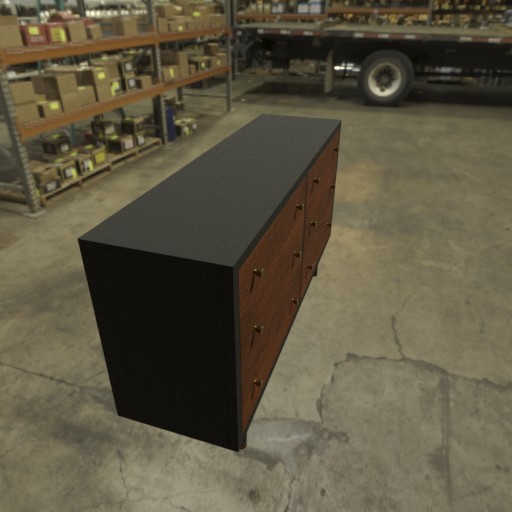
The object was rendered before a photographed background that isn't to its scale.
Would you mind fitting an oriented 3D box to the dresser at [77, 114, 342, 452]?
[{"bbox_3d":[0.000,0.000,1.958,0.463,0.872,1.558,10,31,16],"label":"dresser"}]
